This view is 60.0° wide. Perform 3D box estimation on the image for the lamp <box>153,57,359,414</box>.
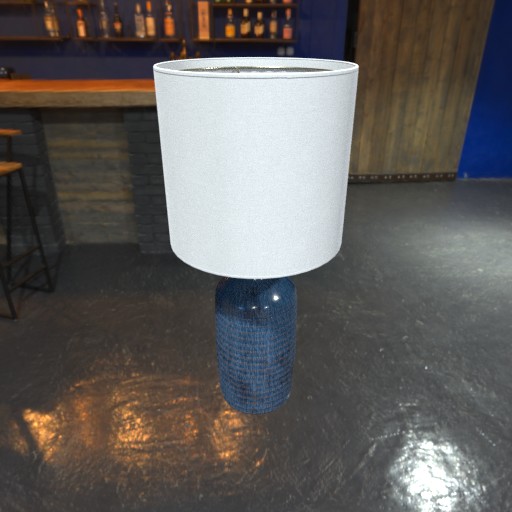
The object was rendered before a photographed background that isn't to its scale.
[{"bbox_3d":[0.000,0.000,0.596,0.220,0.475,0.220,0,28,0],"label":"lamp"}]
